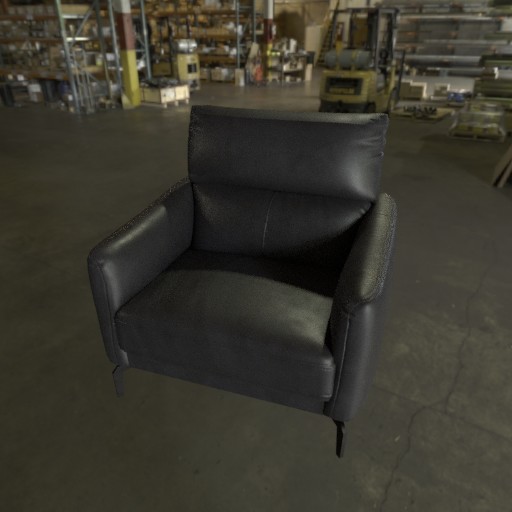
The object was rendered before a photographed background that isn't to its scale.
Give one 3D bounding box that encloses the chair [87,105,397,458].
[{"bbox_3d":[0.000,0.000,1.640,0.976,0.949,0.809,9,28,17],"label":"chair"}]
